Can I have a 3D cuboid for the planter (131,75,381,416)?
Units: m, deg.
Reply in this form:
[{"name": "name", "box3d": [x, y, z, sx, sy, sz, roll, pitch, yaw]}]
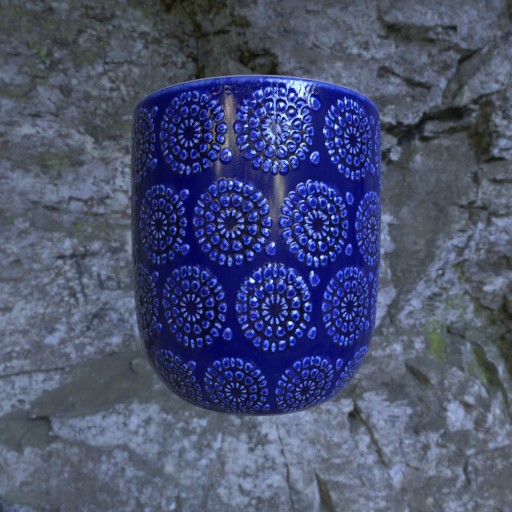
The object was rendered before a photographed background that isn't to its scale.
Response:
[{"name": "planter", "box3d": [0.000, 0.000, 0.339, 0.184, 0.206, 0.184, 0, 0, 0]}]
